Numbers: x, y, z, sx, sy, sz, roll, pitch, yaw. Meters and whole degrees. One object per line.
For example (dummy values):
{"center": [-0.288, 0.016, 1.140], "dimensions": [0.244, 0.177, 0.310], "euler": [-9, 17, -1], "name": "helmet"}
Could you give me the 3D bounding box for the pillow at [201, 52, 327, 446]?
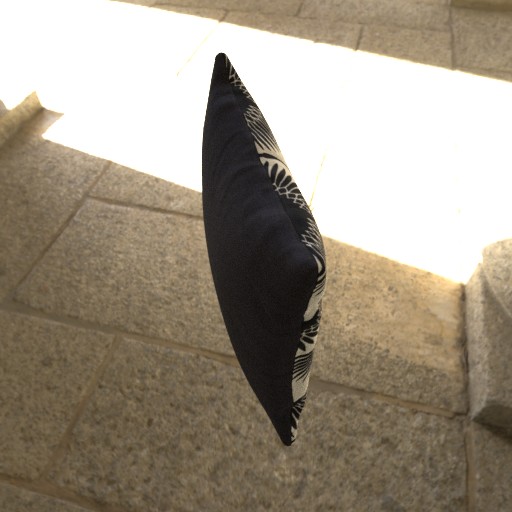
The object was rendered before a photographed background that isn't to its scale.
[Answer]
{"center": [0.000, 0.000, 0.672], "dimensions": [0.139, 0.432, 0.432], "euler": [-11, 50, -9], "name": "pillow"}
